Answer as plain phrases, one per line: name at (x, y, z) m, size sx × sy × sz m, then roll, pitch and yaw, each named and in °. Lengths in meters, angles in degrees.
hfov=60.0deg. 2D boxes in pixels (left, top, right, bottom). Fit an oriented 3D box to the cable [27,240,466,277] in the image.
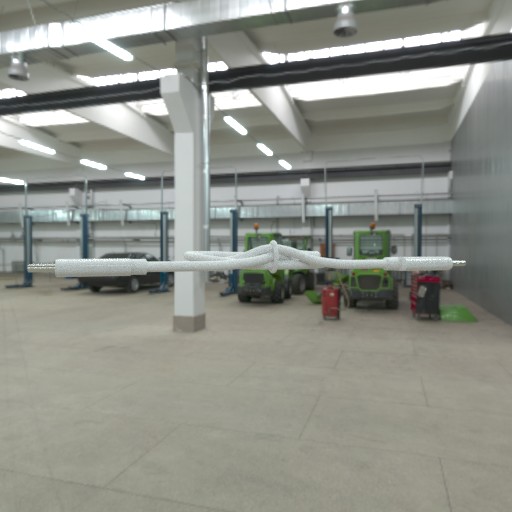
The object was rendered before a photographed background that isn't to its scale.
cable at (0.000, 0.000, 0.211) m, size 0.186 × 0.014 × 0.070 m, roll 0°, pitch 1°, yaw -18°
